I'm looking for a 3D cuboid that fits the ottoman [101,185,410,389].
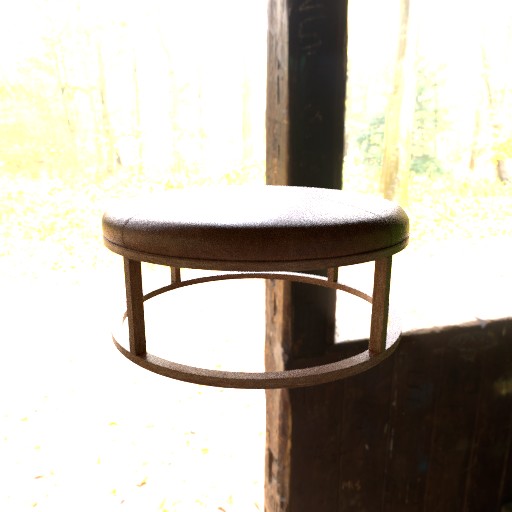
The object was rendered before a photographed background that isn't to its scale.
[{"bbox_3d":[0.000,0.000,1.541,1.006,0.445,1.006,0,14,0],"label":"ottoman"}]
